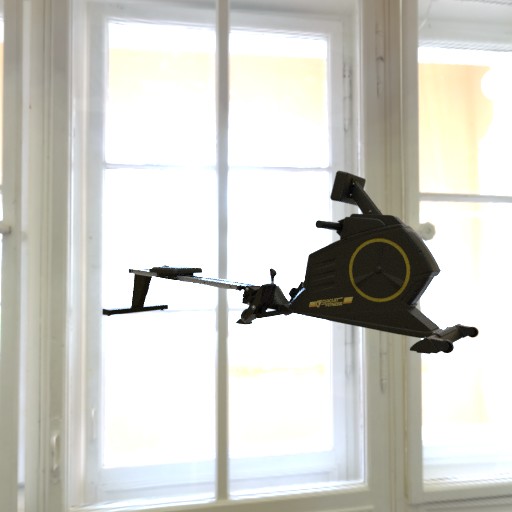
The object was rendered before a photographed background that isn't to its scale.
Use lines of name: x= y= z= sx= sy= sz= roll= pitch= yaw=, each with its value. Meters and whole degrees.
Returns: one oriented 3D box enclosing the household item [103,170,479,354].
household item: x=0.000 y=0.000 z=2.564 sx=2.251 sy=0.810 sz=0.521 roll=-1 pitch=-1 yaw=37
